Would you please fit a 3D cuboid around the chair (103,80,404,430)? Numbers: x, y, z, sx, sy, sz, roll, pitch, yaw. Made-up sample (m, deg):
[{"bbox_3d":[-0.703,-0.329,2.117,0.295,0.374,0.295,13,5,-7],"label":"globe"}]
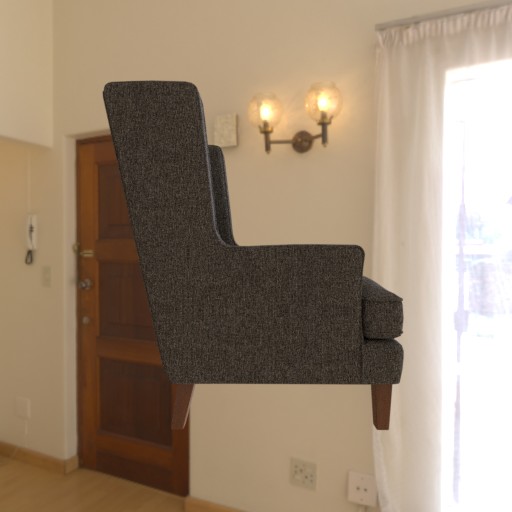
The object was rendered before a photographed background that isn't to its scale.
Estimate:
[{"bbox_3d":[0.000,0.000,1.806,0.927,1.082,0.942,0,1,1],"label":"chair"}]
